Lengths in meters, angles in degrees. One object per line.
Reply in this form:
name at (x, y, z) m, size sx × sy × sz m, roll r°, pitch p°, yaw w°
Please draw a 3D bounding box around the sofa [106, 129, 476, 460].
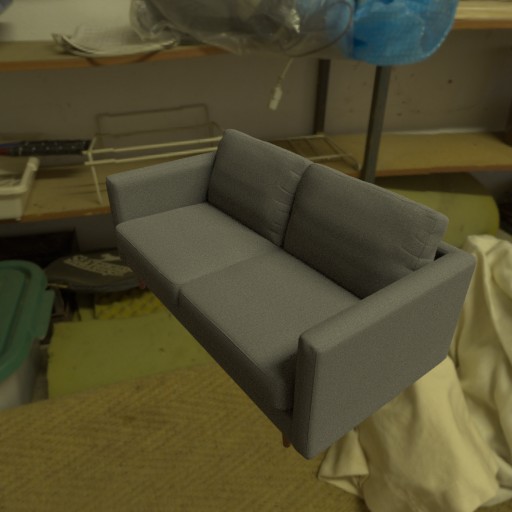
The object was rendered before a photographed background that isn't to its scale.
sofa at (0.000, 0.000, 2.219) m, size 0.940 × 0.866 × 1.713 m, roll -22°, pitch 38°, yaw -31°
